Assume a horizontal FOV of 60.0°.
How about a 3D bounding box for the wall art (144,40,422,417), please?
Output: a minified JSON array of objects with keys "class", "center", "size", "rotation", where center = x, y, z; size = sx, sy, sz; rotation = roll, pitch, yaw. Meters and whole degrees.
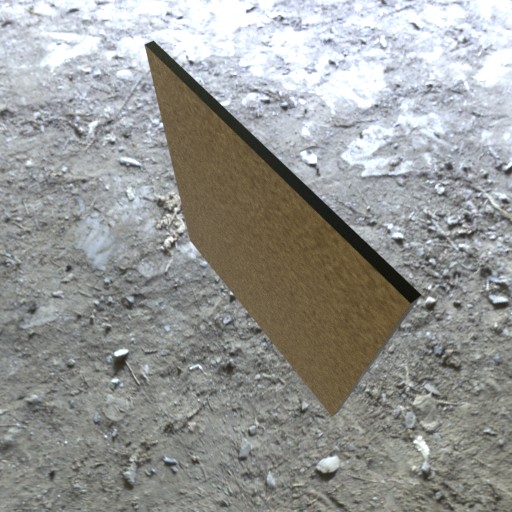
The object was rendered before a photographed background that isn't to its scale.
[{"class":"wall art","center":[0.000,0.000,0.652],"size":[0.014,0.445,0.446],"rotation":[-33,64,-18]}]
